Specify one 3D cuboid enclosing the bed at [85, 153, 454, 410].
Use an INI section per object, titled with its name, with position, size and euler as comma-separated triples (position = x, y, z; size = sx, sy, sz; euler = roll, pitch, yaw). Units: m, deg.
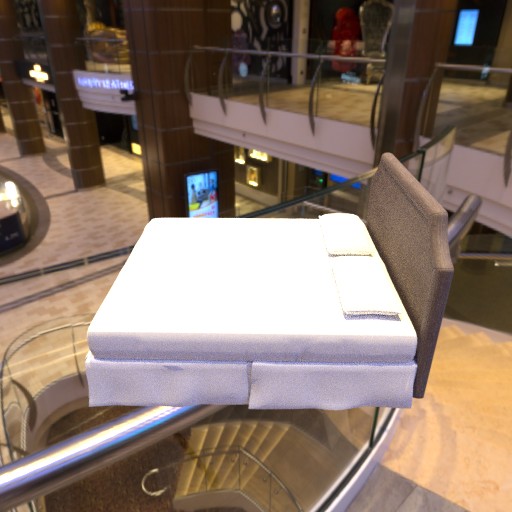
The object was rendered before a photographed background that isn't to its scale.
[bed]
position = 0.000, 0.000, 4.245
size = 2.773, 1.590, 2.350
euler = 1, 28, 1
